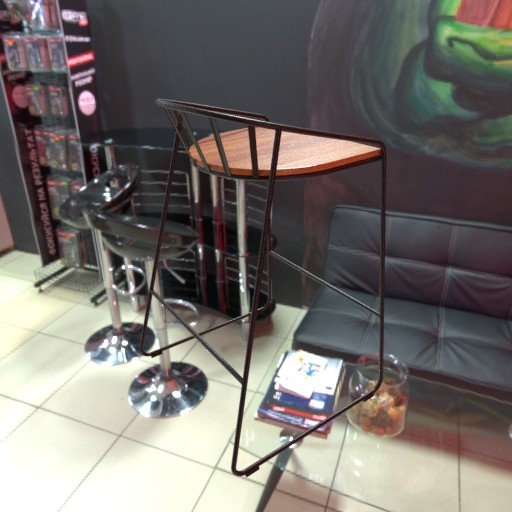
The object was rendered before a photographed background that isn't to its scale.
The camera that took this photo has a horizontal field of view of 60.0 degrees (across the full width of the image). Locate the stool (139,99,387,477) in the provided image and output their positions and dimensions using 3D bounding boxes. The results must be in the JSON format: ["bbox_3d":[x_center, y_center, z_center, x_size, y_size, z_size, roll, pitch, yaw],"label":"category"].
[{"bbox_3d":[0.000,0.000,1.177,0.521,0.812,0.546,-18,32,-32],"label":"stool"}]
